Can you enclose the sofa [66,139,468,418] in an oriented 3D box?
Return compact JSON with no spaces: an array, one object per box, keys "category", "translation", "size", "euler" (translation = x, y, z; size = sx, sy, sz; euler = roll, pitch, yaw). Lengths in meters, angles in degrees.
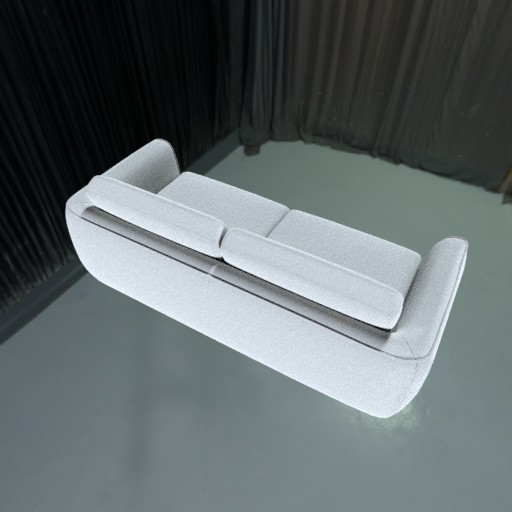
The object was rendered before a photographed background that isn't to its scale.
[{"category":"sofa","translation":[0.000,0.000,2.415],"size":[2.000,0.850,0.920],"euler":[22,49,21]}]
